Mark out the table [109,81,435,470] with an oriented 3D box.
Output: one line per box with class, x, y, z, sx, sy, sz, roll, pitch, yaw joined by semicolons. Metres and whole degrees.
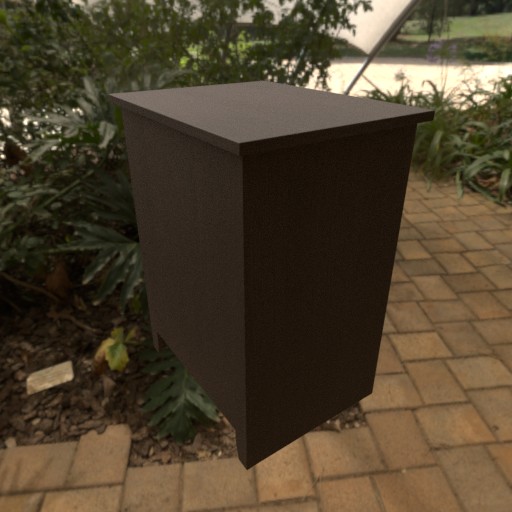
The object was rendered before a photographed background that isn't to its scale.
table;0.000;0.000;0.952;0.381;0.635;0.480;-18;33;-30
